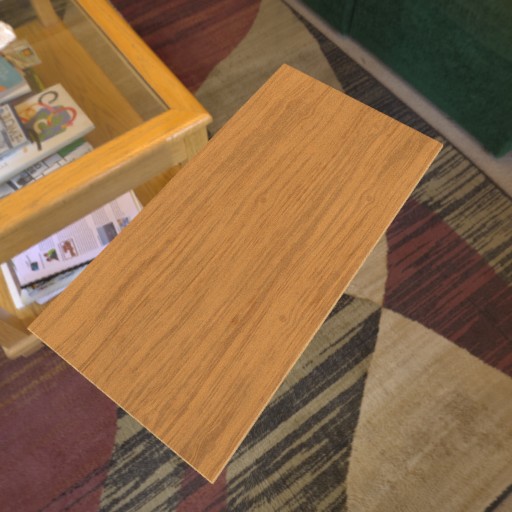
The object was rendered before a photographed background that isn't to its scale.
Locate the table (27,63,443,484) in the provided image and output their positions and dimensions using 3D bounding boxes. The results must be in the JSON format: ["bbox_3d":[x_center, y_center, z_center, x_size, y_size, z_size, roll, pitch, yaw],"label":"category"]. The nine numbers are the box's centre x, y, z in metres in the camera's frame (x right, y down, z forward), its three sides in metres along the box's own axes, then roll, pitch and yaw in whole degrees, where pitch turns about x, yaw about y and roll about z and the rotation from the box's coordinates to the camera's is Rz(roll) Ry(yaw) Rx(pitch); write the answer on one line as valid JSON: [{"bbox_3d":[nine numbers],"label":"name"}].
[{"bbox_3d":[0.000,0.000,1.635,0.693,0.445,1.331,33,69,15],"label":"table"}]
